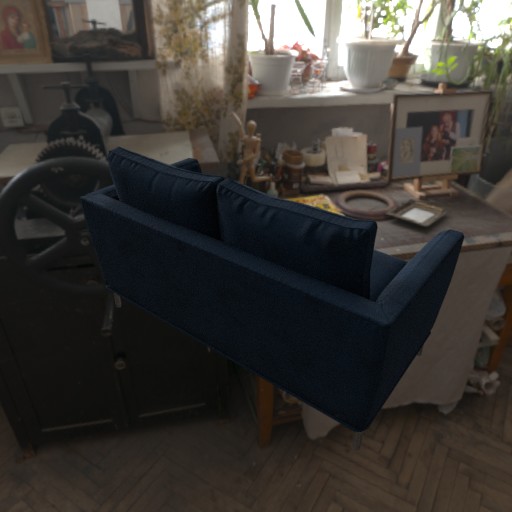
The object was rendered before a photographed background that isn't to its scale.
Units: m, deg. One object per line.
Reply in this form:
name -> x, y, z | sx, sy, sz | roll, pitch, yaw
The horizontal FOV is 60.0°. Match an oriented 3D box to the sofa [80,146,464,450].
sofa -> 0.000, 0.000, 2.322 | 1.770, 1.002, 0.853 | 22, 37, 32
